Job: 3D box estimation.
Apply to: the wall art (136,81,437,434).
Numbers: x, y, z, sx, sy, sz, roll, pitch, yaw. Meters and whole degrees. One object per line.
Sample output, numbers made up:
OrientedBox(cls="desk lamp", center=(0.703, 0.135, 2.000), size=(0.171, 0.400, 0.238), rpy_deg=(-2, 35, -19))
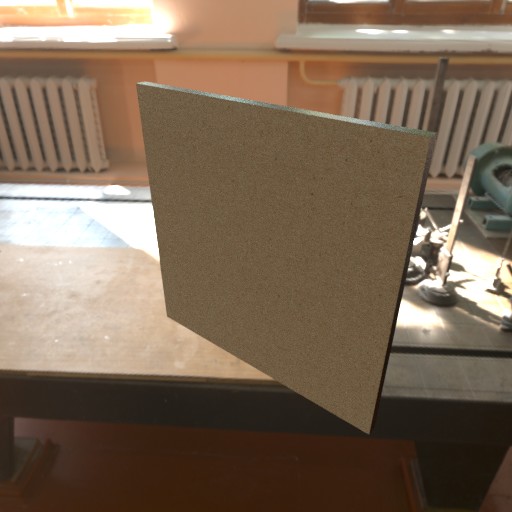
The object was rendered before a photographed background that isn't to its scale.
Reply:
OrientedBox(cls="wall art", center=(0.000, 0.000, 1.160), size=(0.773, 0.775, 0.031), rpy_deg=(22, 38, 32))
